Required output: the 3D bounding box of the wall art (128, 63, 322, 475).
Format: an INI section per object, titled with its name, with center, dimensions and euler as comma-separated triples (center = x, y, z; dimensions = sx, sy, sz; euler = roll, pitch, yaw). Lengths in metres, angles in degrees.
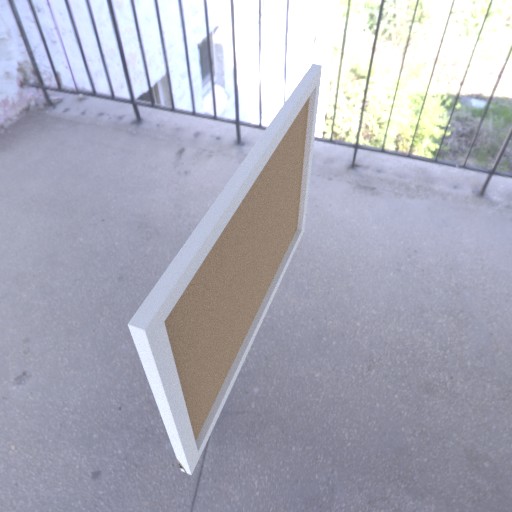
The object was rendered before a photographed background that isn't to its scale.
[wall art]
center = 0.000, 0.000, 1.414
dimensions = 0.038, 0.767, 1.144
euler = 16, 49, 15
